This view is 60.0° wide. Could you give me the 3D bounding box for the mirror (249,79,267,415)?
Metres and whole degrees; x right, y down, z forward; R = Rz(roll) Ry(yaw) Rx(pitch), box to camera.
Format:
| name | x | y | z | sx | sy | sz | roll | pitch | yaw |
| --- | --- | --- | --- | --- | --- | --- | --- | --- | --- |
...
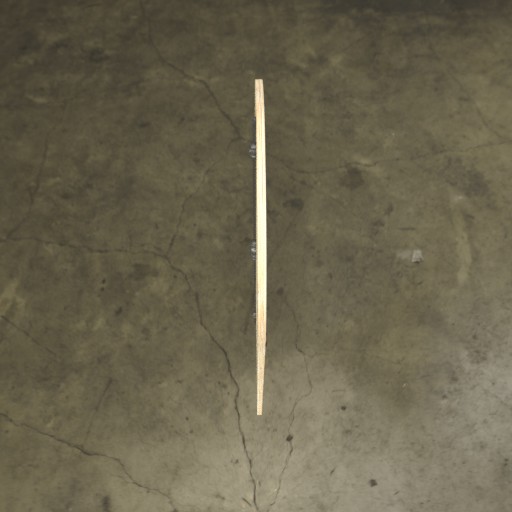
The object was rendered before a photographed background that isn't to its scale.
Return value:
| name | x | y | z | sx | sy | sz | roll | pitch | yaw |
| --- | --- | --- | --- | --- | --- | --- | --- | --- | --- |
| mirror | 0.000 | 0.000 | 1.139 | 0.032 | 0.915 | 0.609 | -1 | 60 | 0 |
